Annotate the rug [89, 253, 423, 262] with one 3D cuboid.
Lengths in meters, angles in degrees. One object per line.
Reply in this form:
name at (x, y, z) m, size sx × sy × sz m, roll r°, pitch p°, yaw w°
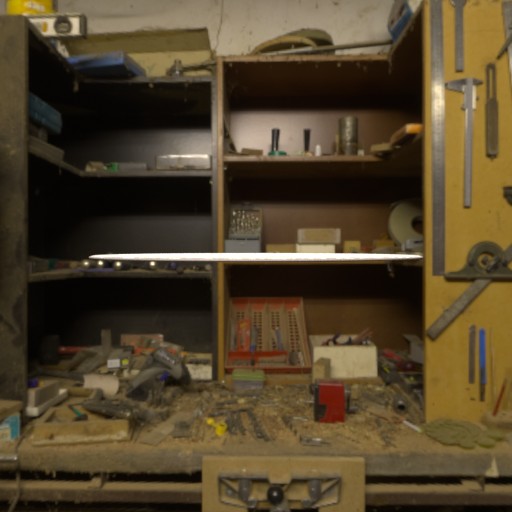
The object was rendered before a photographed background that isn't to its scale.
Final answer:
rug at (0.000, 0.000, 2.258) m, size 1.593 × 0.012 × 1.593 m, roll 0°, pitch 1°, yaw 0°
